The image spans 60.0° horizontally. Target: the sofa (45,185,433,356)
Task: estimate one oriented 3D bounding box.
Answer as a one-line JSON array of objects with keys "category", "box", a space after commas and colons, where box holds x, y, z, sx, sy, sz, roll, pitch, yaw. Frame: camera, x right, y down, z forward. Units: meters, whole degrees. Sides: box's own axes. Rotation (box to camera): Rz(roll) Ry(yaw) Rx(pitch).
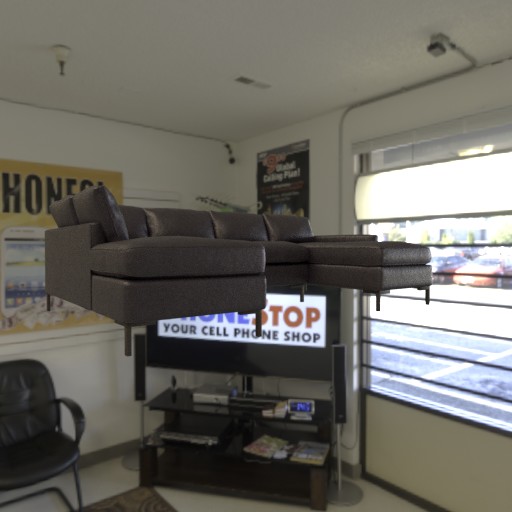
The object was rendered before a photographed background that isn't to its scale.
[{"category": "sofa", "box": [0.000, 0.000, 3.722, 2.956, 0.900, 1.939, -1, 1, -36]}]
